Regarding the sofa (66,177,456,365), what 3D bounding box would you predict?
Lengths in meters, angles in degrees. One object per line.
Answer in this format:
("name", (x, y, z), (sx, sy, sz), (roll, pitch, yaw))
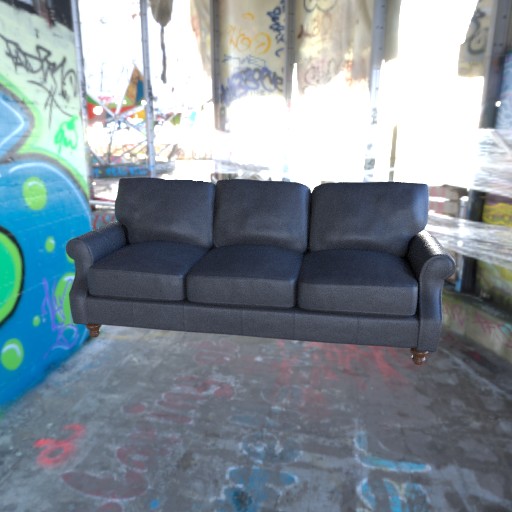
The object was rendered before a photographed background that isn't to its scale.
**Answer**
("sofa", (0.000, 0.000, 2.990), (2.387, 0.977, 0.974), (3, 15, 10))
